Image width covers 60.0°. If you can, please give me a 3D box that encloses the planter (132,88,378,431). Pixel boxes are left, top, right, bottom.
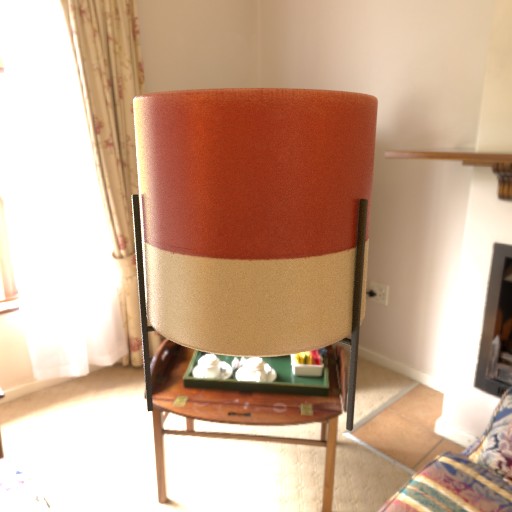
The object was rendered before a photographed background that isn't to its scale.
[{"bbox_3d":[0.000,0.000,0.701,0.345,0.465,0.354,2,15,8],"label":"planter"}]
